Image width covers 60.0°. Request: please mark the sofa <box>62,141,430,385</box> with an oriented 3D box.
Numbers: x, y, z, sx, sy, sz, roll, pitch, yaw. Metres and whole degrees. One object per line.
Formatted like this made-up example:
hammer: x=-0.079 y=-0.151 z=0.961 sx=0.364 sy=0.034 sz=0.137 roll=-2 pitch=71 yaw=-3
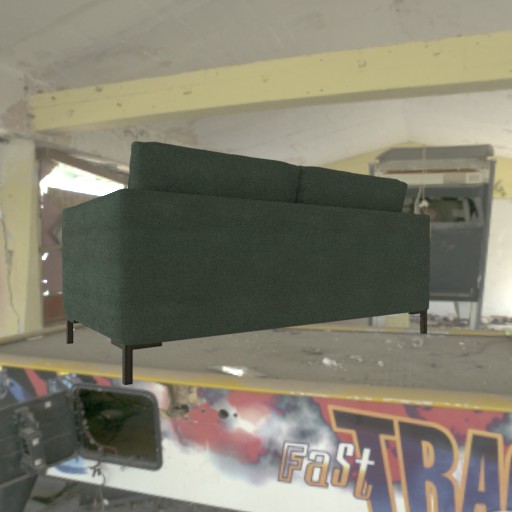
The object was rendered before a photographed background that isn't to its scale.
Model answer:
sofa: x=0.000 y=0.000 z=2.210 sx=1.676 sy=0.817 sz=0.875 roll=0 pitch=0 yaw=-35
